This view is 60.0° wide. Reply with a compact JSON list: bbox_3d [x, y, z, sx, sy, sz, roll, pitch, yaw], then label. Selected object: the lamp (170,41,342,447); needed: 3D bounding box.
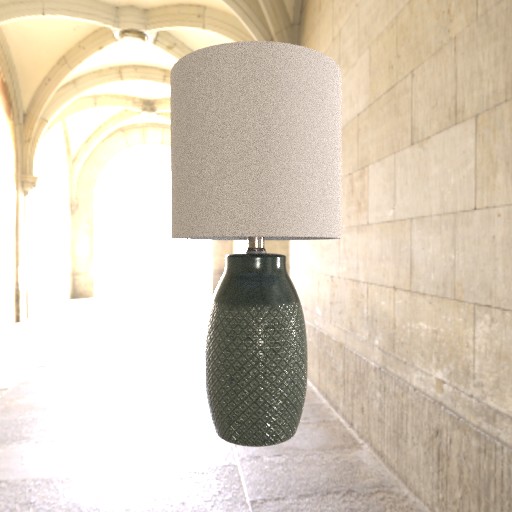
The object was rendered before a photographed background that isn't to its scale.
[{"bbox_3d":[0.000,0.000,0.574,0.217,0.453,0.217,1,1,35],"label":"lamp"}]
